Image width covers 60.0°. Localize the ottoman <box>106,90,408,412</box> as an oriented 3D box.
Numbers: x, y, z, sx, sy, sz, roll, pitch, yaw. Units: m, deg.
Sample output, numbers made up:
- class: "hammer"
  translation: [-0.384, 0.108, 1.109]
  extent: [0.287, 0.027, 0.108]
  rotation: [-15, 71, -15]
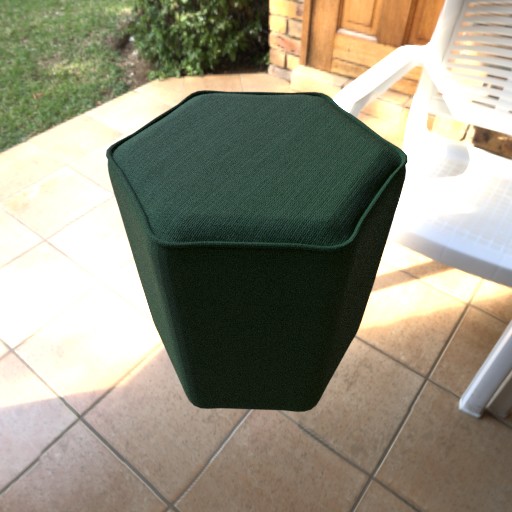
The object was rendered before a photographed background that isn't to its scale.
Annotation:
- class: "ottoman"
  translation: [0.000, 0.000, 0.895]
  extent: [0.444, 0.507, 0.499]
  rotation: [24, 51, 21]
